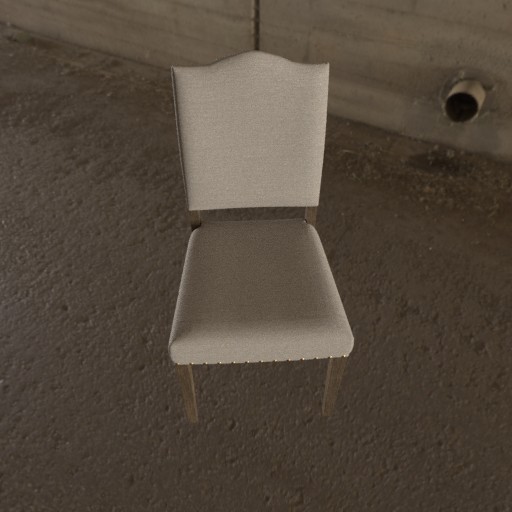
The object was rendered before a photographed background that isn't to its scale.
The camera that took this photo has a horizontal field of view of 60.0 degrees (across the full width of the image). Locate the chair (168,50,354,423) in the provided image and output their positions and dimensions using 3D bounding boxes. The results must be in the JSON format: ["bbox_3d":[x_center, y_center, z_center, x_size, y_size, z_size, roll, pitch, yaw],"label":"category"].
[{"bbox_3d":[0.000,0.000,1.371,0.508,1.020,0.620,-2,47,-2],"label":"chair"}]
